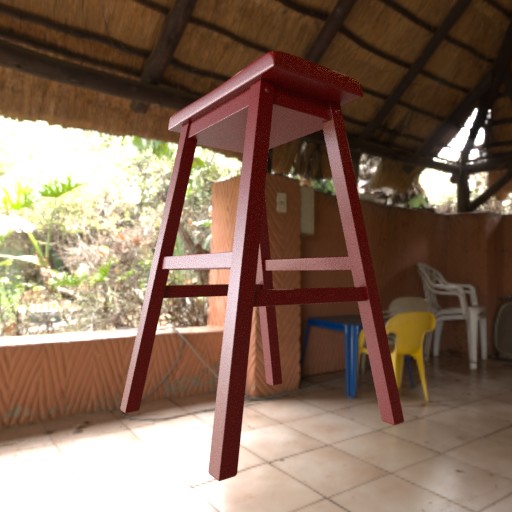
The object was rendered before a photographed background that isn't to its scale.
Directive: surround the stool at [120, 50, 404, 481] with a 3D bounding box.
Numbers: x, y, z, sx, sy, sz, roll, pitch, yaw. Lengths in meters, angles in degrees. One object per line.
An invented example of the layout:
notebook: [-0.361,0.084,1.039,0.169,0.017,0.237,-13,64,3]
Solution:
stool: [0.000,0.000,1.036,0.476,0.737,0.457,2,-3,-36]
